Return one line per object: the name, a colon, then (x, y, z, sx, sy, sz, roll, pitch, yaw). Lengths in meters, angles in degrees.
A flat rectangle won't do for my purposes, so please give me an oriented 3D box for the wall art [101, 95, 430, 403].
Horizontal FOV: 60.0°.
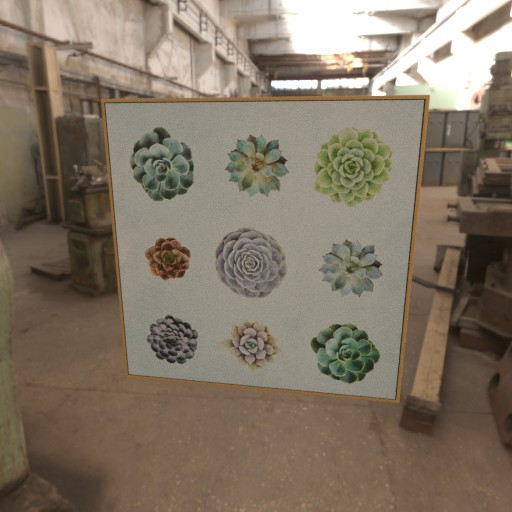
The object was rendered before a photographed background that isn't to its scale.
wall art: (0.000, 0.000, 0.969, 0.657, 0.655, 0.014, 3, 16, 9)
